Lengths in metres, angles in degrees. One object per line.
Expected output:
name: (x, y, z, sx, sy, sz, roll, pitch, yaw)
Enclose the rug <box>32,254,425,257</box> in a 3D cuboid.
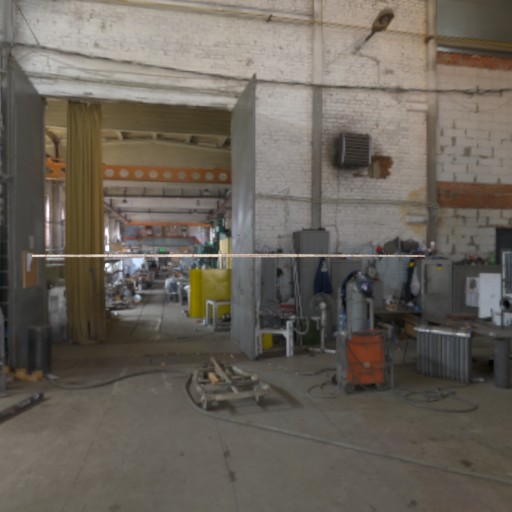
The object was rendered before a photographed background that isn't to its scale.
rug: (0.000, 0.000, 4.115, 2.317, 0.016, 2.959, 0, 0, 34)
